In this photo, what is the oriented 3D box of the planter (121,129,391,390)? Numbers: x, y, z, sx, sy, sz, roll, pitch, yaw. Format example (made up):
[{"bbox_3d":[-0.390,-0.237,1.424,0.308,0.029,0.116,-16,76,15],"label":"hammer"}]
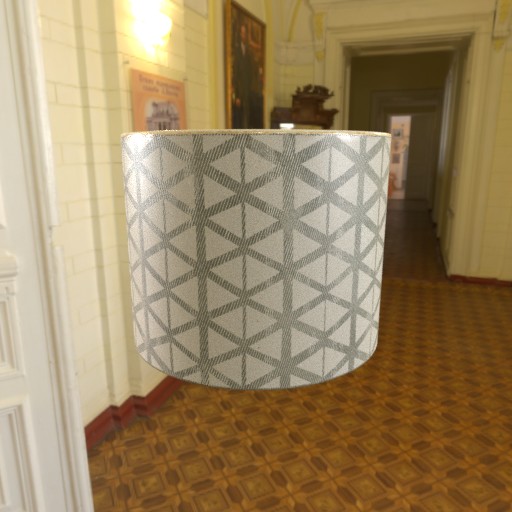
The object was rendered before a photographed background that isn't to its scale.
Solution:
[{"bbox_3d":[0.000,0.000,0.454,0.250,0.239,0.250,0,13,0],"label":"planter"}]
